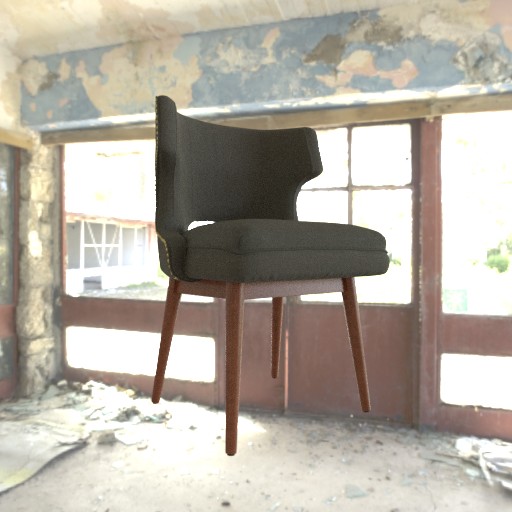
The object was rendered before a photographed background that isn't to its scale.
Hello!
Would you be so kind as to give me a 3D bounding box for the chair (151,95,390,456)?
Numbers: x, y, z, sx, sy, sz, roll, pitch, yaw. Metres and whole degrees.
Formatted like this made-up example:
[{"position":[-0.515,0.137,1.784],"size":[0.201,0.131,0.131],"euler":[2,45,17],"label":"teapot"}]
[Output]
[{"position":[0.000,0.000,1.264],"size":[0.595,0.863,0.581],"euler":[-1,1,-36],"label":"chair"}]
